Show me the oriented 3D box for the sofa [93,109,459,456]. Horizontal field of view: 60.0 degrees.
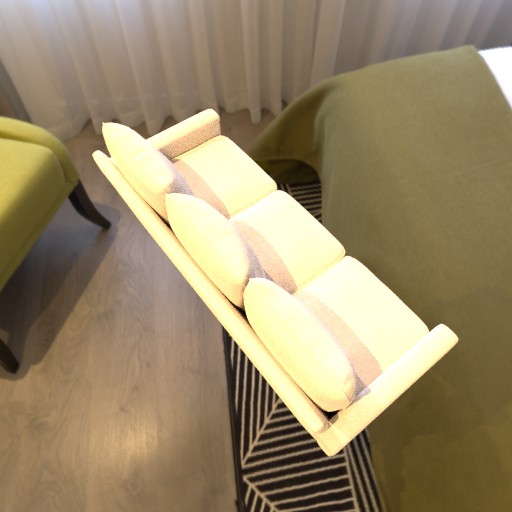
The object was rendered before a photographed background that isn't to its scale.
[{"bbox_3d":[0.000,0.000,2.337,0.828,0.961,1.925,-34,64,-19],"label":"sofa"}]
